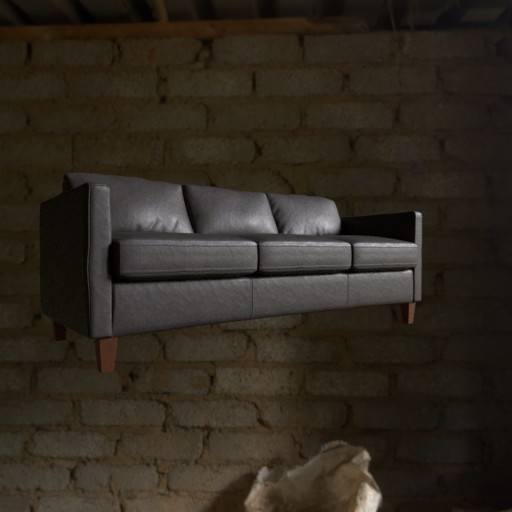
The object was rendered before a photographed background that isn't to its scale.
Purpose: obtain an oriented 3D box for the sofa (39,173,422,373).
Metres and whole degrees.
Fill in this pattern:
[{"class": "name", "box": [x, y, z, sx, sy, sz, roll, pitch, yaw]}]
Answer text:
[{"class": "sofa", "box": [0.000, 0.000, 2.950, 2.464, 1.006, 1.045, 0, 1, -36]}]
